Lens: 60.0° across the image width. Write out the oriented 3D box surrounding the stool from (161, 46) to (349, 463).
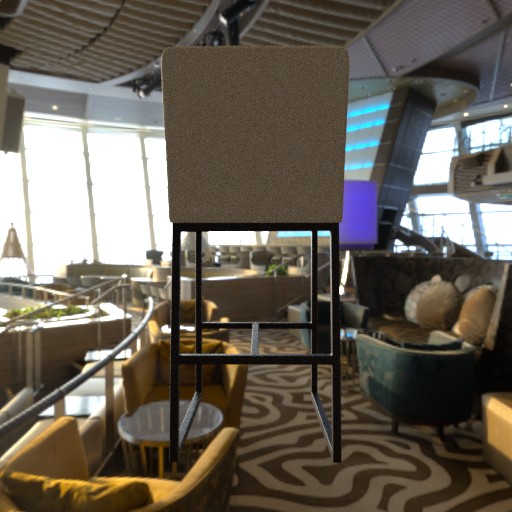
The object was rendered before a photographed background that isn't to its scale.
[{"bbox_3d":[0.000,0.000,1.345,0.460,1.040,0.560,0,1,0],"label":"stool"}]
